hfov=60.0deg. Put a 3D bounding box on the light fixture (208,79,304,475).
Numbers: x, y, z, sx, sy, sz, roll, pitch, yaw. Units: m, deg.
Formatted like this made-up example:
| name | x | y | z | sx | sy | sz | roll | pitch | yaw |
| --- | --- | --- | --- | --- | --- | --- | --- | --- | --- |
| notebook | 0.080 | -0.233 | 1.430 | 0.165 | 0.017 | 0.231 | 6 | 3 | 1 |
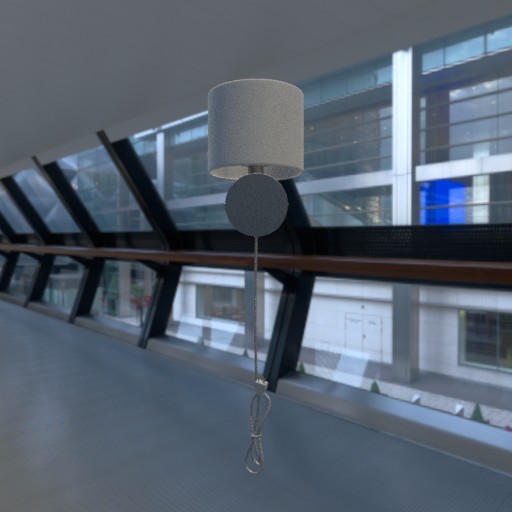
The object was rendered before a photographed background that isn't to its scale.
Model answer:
| name | x | y | z | sx | sy | sz | roll | pitch | yaw |
| --- | --- | --- | --- | --- | --- | --- | --- | --- | --- |
| light fixture | 0.000 | 0.000 | 1.070 | 0.253 | 0.842 | 0.479 | 0 | 1 | 0 |
